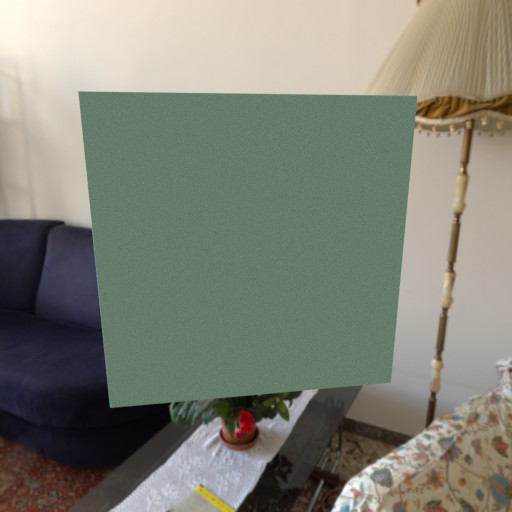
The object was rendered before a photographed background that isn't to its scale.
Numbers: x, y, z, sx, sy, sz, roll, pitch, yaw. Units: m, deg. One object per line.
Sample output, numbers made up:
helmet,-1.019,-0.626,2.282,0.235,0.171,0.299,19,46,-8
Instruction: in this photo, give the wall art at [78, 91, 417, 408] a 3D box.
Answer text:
wall art,0.000,0.000,0.878,0.603,0.603,0.036,-2,16,-9
